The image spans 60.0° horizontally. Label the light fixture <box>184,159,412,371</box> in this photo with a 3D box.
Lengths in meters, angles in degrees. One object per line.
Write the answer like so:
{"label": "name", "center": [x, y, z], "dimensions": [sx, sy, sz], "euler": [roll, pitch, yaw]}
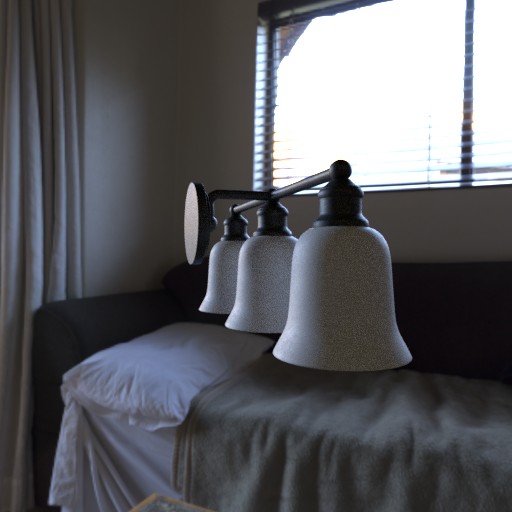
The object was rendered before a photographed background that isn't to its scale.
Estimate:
{"label": "light fixture", "center": [0.000, 0.000, 0.669], "dimensions": [0.198, 0.211, 0.570], "euler": [0, 0, -18]}
